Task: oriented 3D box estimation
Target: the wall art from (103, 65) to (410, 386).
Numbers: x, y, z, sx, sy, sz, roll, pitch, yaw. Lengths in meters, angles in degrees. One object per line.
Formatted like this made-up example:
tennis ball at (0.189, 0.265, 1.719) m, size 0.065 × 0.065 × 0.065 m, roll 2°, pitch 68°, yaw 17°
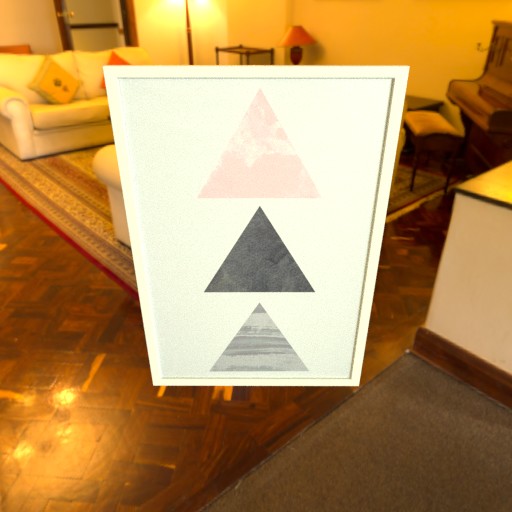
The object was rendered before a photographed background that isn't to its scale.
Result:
wall art at (0.000, 0.000, 0.826) m, size 0.456 × 0.656 × 0.013 m, roll 0°, pitch 30°, yaw 0°
